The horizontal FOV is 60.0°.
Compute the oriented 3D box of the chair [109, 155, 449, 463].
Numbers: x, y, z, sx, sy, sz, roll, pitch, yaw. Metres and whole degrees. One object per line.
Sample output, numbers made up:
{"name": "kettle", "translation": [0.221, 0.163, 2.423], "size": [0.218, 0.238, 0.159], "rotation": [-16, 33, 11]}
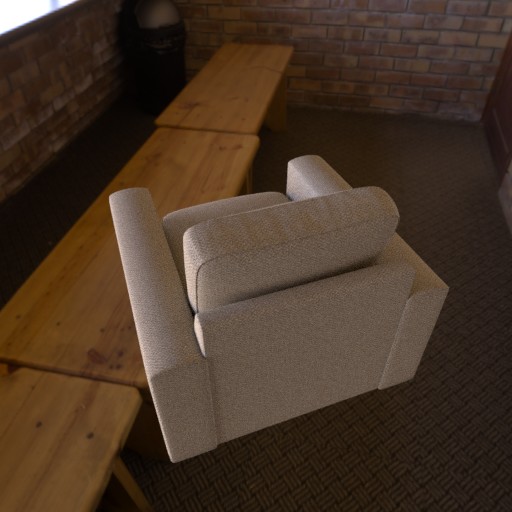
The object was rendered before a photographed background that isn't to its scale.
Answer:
{"name": "chair", "translation": [0.000, 0.000, 1.767], "size": [1.005, 0.873, 1.016], "rotation": [-14, 43, -15]}
